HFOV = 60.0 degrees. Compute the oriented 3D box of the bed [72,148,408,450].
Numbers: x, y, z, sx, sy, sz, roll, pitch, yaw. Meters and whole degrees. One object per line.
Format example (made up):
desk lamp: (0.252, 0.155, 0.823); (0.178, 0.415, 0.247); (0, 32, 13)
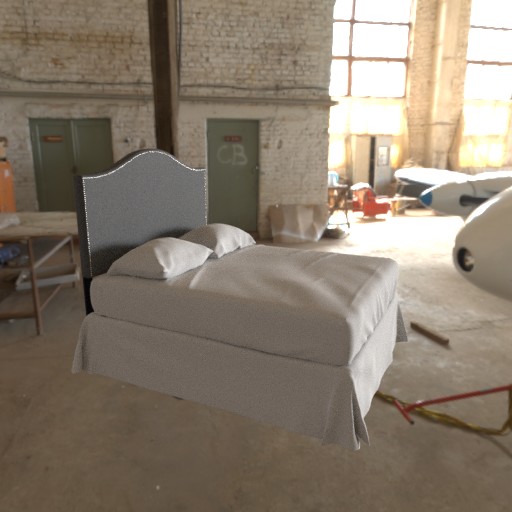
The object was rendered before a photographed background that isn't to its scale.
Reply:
bed: (0.000, 0.000, 3.482); (2.221, 1.645, 1.876); (7, 15, 25)
